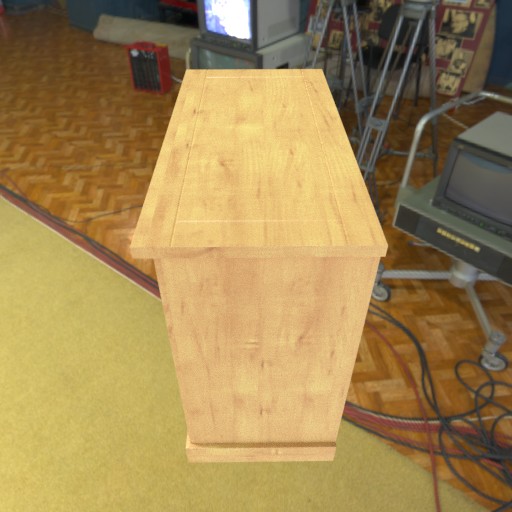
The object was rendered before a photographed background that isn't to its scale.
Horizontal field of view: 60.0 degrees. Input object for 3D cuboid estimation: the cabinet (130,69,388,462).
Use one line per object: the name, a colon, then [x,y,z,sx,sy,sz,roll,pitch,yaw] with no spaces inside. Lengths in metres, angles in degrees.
cabinet: [0.000,0.000,1.394,0.450,0.840,0.920,0,41,-1]
